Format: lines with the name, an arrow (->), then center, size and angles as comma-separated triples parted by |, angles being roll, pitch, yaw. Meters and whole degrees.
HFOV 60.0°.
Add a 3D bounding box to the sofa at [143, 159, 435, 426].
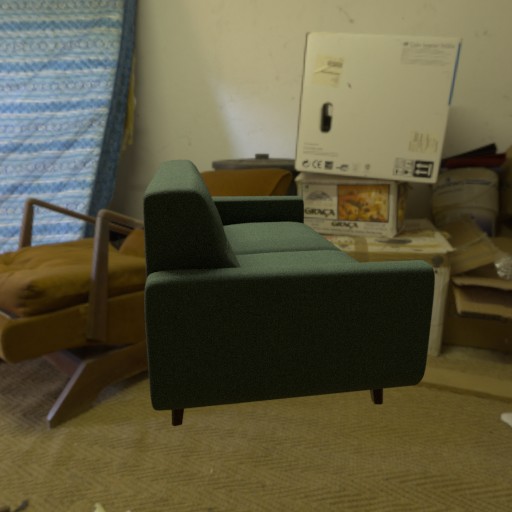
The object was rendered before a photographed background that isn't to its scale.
sofa -> 0.000, 0.000, 2.099 | 0.909, 0.841, 1.631 | -3, 16, -9
